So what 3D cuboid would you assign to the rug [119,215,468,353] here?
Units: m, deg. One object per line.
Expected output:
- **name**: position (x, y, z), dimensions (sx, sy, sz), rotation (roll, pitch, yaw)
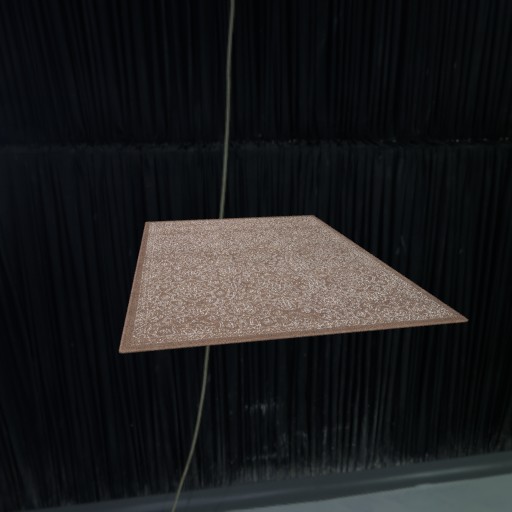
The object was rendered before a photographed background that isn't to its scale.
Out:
- **rug**: position (0.000, 0.000, 2.934), dimensions (1.524, 0.011, 2.286), rotation (-3, 18, -10)
